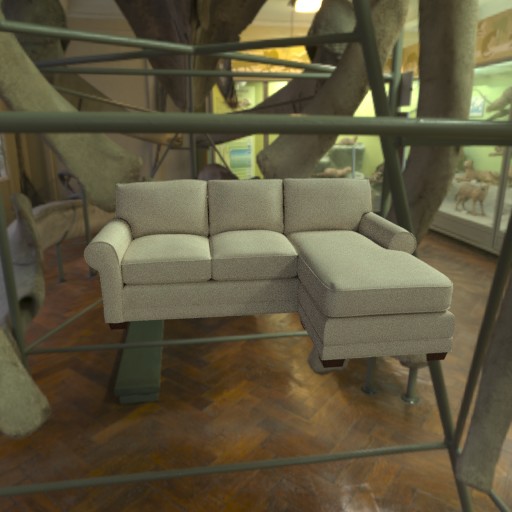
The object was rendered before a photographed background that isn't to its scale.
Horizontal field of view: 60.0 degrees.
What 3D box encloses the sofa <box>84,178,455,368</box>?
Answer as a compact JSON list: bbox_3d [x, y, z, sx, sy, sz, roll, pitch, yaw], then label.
[{"bbox_3d":[0.000,0.000,2.422,1.770,0.734,1.226,-2,17,-7],"label":"sofa"}]
